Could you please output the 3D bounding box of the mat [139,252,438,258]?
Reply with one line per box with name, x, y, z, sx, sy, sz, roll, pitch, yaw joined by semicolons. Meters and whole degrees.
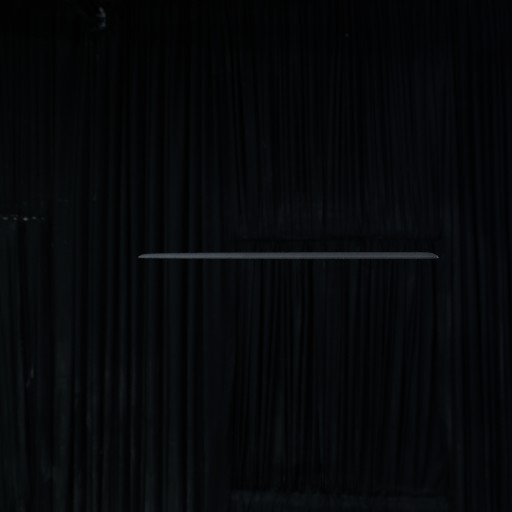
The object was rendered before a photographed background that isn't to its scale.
mat;0.000;0.000;1.828;0.917;0.016;1.525;0;0;0
